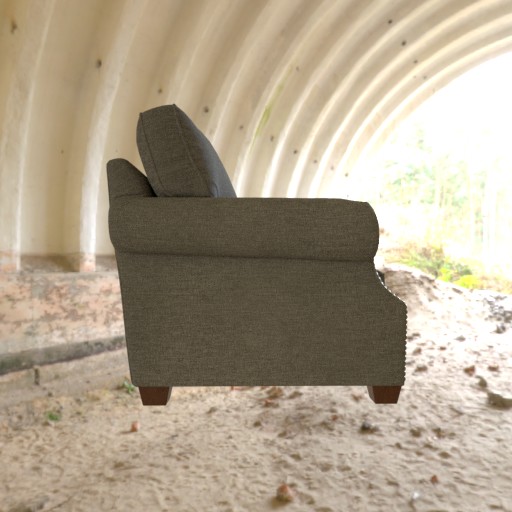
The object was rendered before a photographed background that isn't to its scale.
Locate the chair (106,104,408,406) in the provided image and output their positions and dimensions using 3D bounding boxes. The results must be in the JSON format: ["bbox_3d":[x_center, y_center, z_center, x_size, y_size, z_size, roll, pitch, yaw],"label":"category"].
[{"bbox_3d":[0.000,0.000,1.853,0.965,0.961,1.092,0,-1,-1],"label":"chair"}]
